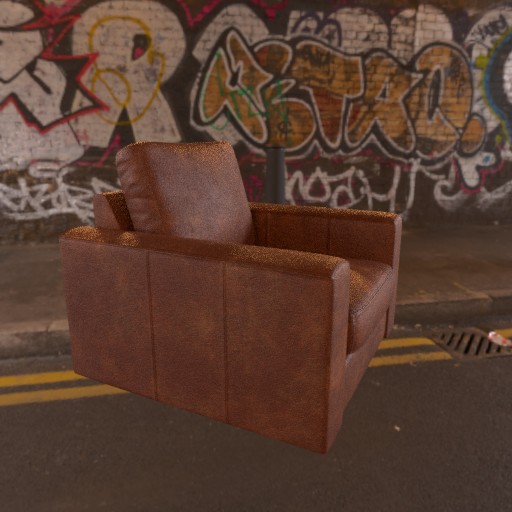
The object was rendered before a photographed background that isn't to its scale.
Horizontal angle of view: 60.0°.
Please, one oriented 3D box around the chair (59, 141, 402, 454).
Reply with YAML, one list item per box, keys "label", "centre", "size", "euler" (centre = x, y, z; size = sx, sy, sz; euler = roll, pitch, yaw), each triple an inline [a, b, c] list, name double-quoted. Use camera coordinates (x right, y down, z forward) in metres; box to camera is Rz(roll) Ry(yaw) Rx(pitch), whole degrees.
- label: "chair"
  centre: [0.000, 0.000, 1.746]
  size: [1.016, 0.873, 1.005]
  euler: [7, 16, 26]
